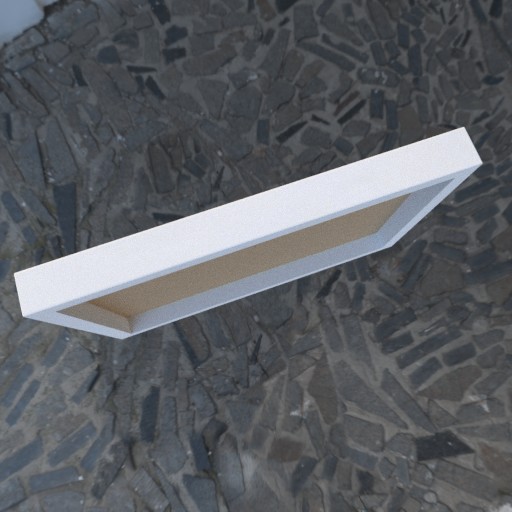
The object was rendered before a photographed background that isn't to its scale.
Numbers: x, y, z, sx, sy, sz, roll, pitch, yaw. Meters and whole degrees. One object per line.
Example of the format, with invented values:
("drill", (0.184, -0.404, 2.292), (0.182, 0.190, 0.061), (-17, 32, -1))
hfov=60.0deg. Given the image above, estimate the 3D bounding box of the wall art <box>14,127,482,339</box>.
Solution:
("wall art", (0.000, 0.000, 0.477), (0.384, 0.254, 0.039), (-18, 76, -5))
